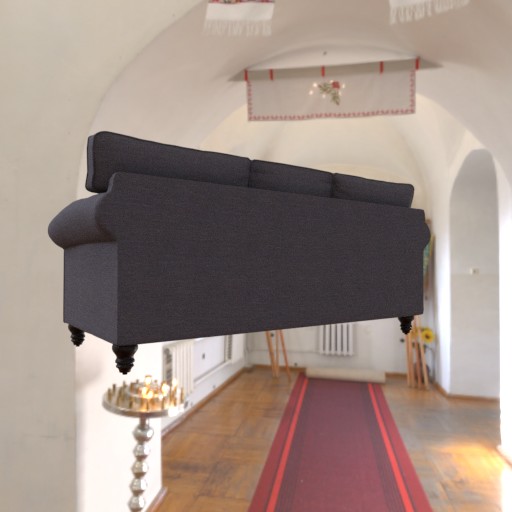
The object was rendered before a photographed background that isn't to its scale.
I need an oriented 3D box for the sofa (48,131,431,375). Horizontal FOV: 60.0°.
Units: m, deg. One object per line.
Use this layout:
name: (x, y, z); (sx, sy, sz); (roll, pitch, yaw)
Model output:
sofa: (0.000, 0.000, 2.556); (2.084, 0.966, 0.909); (1, -2, -35)
